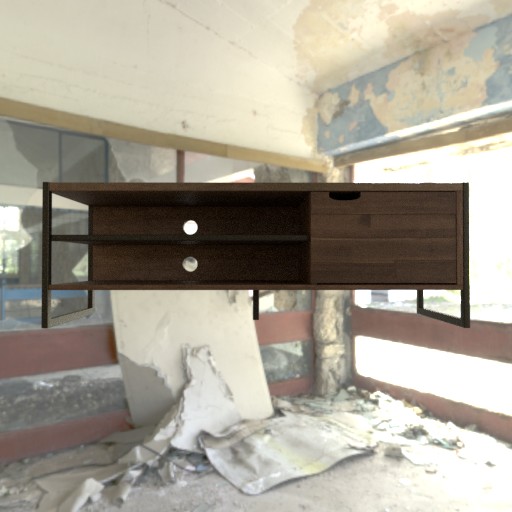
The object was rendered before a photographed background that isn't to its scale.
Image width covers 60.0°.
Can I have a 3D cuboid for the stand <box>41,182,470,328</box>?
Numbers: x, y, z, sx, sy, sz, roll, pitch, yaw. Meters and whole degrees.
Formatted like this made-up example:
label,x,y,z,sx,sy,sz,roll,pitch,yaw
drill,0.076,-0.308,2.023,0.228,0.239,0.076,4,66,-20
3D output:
label,x,y,z,sx,sy,sz,roll,pitch,yaw
stand,0.000,0.000,1.758,1.480,0.506,0.454,0,-1,0
